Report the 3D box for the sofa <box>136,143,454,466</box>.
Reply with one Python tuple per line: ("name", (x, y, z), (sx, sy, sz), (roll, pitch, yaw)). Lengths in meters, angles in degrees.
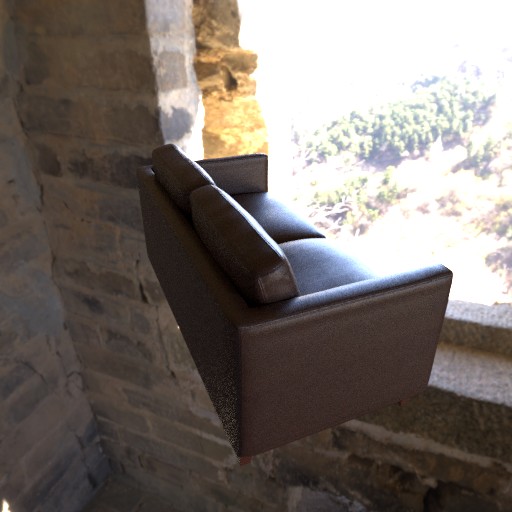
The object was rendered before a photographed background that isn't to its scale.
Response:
("sofa", (0.000, 0.000, 2.446), (0.951, 0.933, 1.883), (-11, 31, -20))
